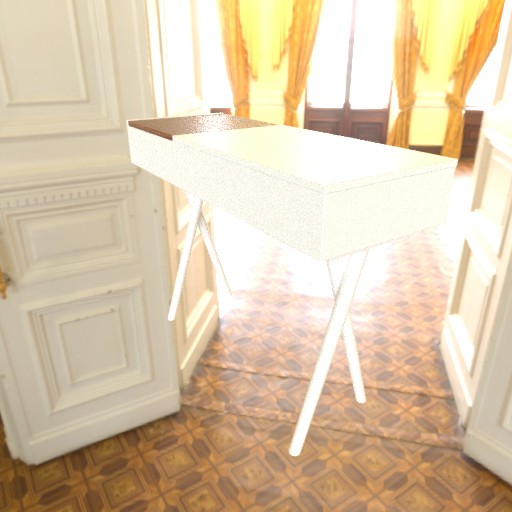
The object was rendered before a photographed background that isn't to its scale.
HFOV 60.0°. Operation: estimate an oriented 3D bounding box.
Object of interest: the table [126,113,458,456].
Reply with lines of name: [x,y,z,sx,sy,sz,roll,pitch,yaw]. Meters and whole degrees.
table: [0.000,0.000,1.467,0.418,0.785,1.066,-15,29,-31]
